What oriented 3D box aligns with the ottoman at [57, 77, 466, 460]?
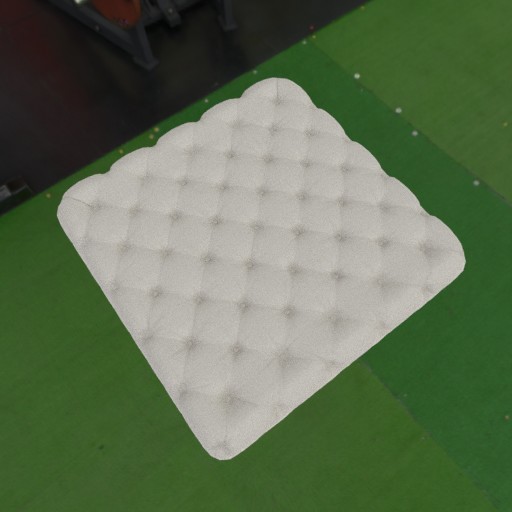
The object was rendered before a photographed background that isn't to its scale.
[{"bbox_3d":[0.000,0.000,1.211,0.753,0.376,0.755,-34,70,-15],"label":"ottoman"}]
